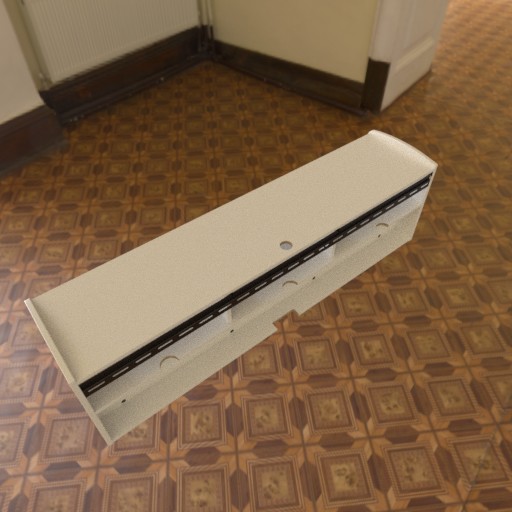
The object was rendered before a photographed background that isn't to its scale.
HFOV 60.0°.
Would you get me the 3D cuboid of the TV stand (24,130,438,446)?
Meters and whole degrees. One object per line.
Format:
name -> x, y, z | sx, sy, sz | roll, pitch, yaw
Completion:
TV stand -> 0.000, 0.000, 1.640 | 1.473, 0.424, 0.397 | -30, 53, -25
